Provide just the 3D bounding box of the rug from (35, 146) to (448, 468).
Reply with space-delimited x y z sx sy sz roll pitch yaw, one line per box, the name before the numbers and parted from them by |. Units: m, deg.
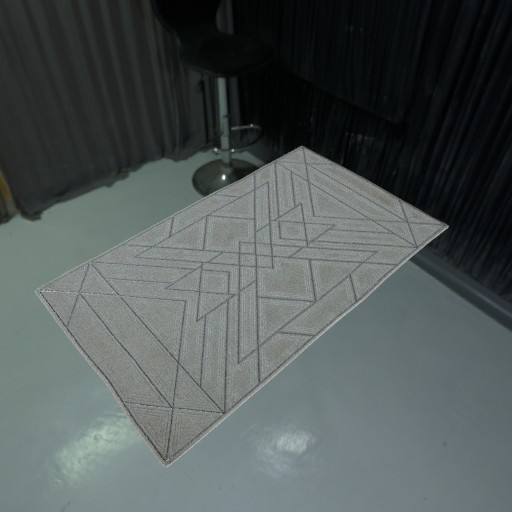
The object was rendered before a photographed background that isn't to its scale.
rug | 0.000 0.000 1.055 0.869 0.008 0.511 -33 55 -28
